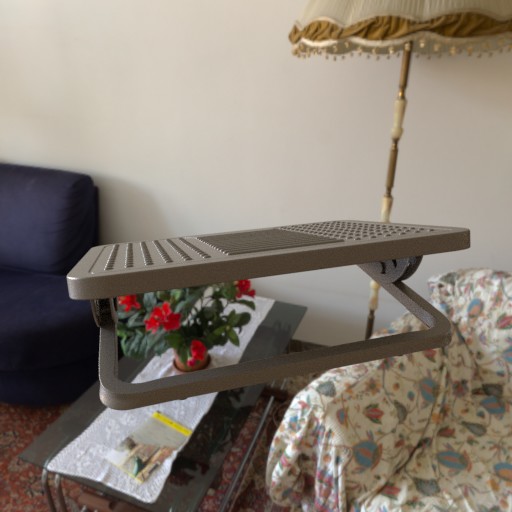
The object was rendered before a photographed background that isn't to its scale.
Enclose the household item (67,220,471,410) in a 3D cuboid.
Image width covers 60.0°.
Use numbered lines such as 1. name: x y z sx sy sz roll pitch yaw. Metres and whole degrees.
1. household item: 0.000 0.000 0.531 0.390 0.126 0.301 -7 25 -15
